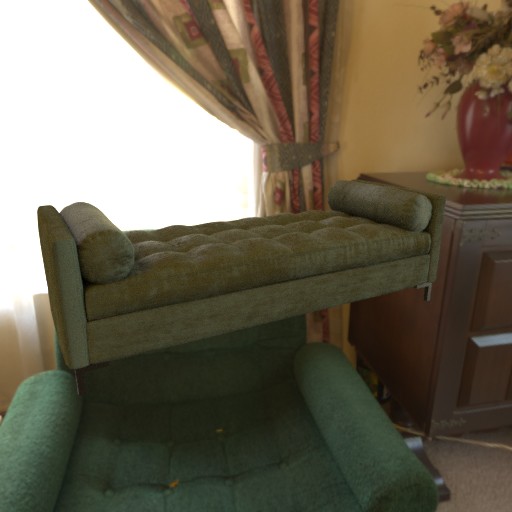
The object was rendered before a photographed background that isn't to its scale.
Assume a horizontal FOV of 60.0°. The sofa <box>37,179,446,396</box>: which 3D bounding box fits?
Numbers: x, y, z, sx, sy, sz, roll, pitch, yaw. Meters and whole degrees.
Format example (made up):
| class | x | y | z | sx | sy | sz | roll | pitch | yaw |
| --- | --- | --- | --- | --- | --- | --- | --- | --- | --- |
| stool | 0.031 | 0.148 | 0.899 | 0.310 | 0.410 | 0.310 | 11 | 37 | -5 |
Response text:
| class | x | y | z | sx | sy | sz | roll | pitch | yaw |
| --- | --- | --- | --- | --- | --- | --- | --- | --- | --- |
| sofa | 0.000 | 0.000 | 2.481 | 2.130 | 0.681 | 0.817 | -9 | 19 | -27 |
